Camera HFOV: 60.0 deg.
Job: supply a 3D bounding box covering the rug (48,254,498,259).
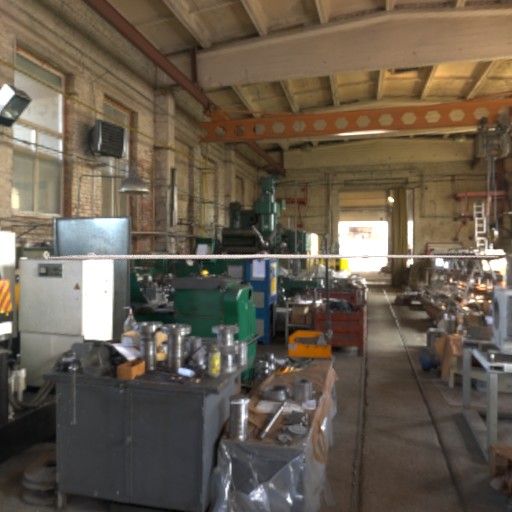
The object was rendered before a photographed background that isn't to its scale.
[{"bbox_3d":[0.000,0.000,4.227,3.357,0.019,2.449,0,0,-19],"label":"rug"}]
